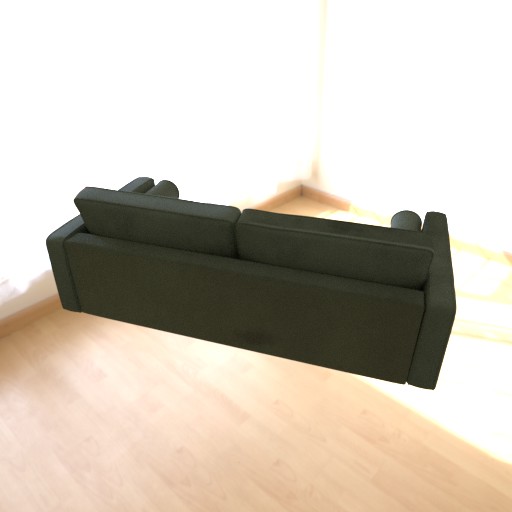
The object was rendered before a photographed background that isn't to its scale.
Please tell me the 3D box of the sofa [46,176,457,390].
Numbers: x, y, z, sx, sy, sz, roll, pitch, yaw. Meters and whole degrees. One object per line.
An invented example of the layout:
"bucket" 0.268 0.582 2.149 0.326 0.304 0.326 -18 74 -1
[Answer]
"sofa" 0.000 0.000 2.336 1.880 0.772 0.916 9 32 15
